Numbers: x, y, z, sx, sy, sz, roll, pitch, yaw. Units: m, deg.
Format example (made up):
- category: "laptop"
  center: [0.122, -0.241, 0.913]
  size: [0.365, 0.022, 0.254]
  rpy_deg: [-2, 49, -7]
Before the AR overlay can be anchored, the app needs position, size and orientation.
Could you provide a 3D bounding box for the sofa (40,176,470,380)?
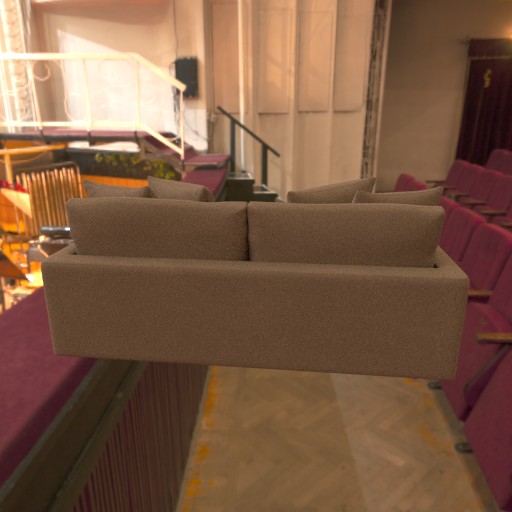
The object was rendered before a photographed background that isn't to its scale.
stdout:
- category: "sofa"
  center: [0.000, 0.000, 3.000]
  size: [2.380, 1.084, 1.228]
  rpy_deg: [2, 18, 6]
